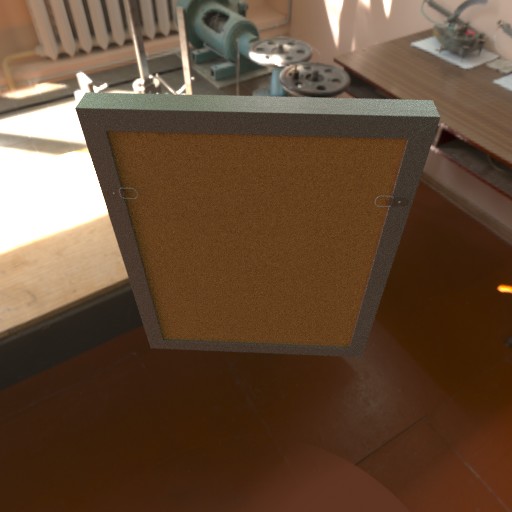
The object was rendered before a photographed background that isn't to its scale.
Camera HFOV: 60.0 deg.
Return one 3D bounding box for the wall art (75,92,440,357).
[{"bbox_3d":[0.000,0.000,0.519,0.308,0.379,0.030,2,46,2],"label":"wall art"}]
